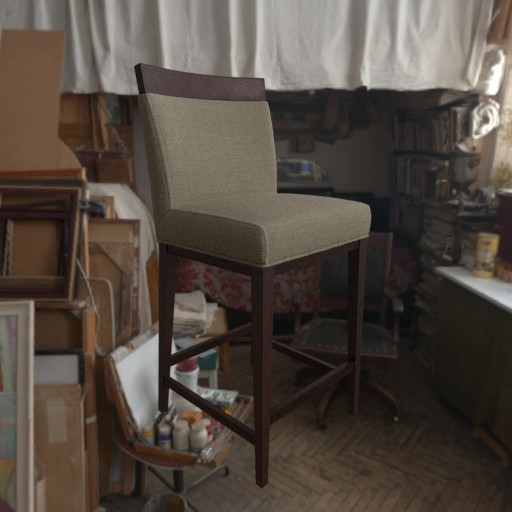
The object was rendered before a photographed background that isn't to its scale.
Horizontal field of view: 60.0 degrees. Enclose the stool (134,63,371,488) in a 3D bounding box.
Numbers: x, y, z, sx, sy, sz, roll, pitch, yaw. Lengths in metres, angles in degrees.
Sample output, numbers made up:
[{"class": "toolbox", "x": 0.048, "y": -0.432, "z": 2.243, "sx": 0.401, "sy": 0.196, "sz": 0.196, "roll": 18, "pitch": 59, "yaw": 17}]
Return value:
[{"class": "stool", "x": 0.000, "y": 0.000, "z": 1.263, "sx": 0.480, "sy": 1.011, "sz": 0.463, "roll": 15, "pitch": 21, "yaw": 43}]
